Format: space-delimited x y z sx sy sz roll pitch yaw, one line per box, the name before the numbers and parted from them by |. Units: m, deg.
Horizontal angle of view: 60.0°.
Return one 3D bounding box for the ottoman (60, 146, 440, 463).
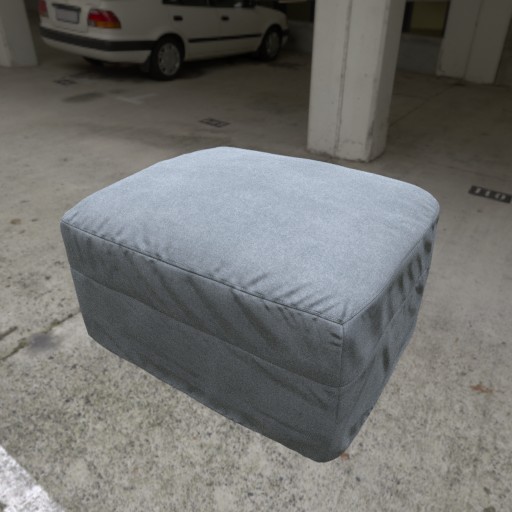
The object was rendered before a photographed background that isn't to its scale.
ottoman | 0.000 0.000 1.233 0.837 0.481 0.683 19 36 28
